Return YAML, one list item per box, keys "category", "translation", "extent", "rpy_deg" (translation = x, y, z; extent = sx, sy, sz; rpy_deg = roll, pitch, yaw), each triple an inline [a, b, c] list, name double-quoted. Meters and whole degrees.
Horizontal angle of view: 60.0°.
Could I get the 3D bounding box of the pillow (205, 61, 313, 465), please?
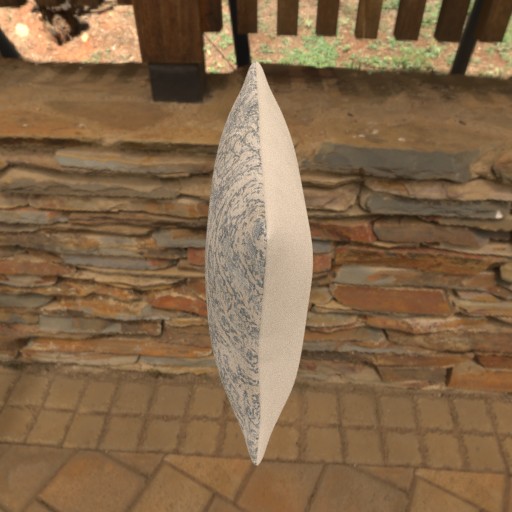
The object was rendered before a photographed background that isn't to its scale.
- category: "pillow"
  translation: [0.000, 0.000, 0.789]
  extent: [0.166, 0.510, 0.523]
  rpy_deg: [-1, 41, -1]
